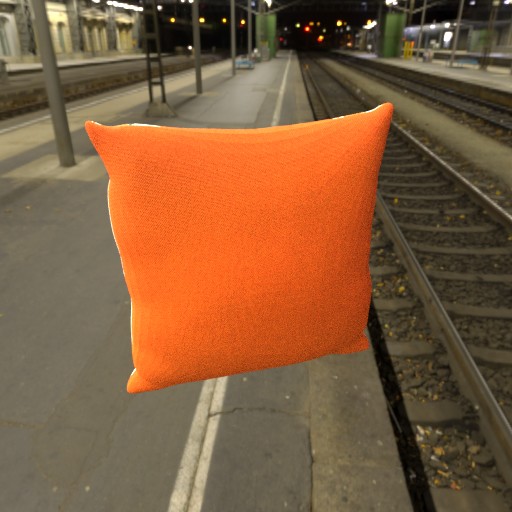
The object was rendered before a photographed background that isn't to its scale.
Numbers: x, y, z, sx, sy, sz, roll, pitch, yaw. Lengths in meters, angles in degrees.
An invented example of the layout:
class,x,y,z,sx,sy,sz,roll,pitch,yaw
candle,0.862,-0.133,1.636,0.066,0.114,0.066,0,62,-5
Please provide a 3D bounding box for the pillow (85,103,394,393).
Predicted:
class,x,y,z,sx,sy,sz,roll,pitch,yaw
pillow,0.000,0.000,0.691,0.440,0.441,0.182,-8,27,-15
